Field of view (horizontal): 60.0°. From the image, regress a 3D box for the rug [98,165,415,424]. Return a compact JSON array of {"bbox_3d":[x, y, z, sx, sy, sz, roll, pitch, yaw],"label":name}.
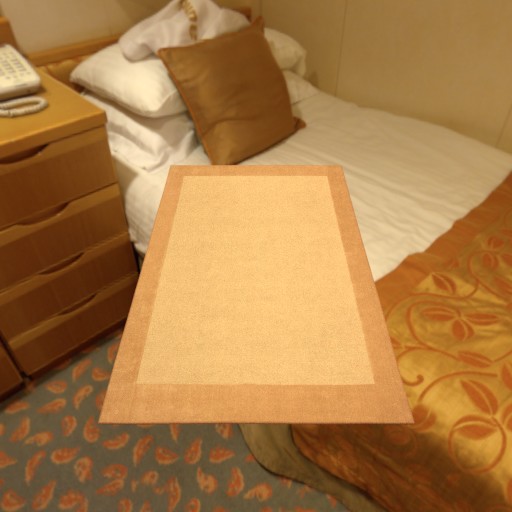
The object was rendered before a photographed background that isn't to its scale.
[{"bbox_3d":[0.000,0.000,3.041,1.524,0.014,2.438,0,41,0],"label":"rug"}]
